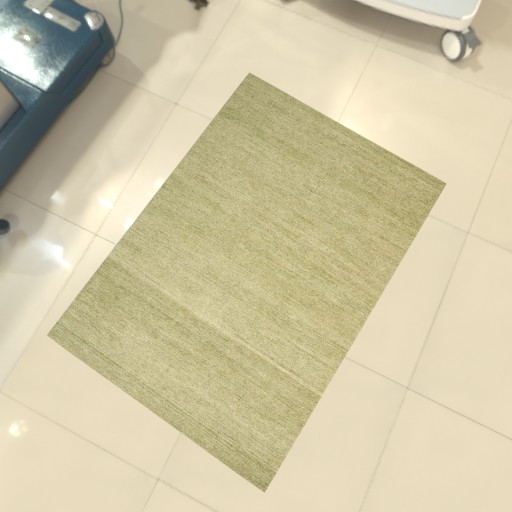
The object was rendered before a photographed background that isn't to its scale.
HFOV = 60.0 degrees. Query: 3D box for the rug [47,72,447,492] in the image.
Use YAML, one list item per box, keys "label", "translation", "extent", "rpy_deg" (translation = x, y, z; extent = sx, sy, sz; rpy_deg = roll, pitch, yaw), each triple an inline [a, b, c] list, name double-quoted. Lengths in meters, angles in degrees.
- label: "rug"
  translation: [0.000, 0.000, 2.871]
  extent: [1.606, 0.017, 2.270]
  rpy_deg: [32, 77, 8]
